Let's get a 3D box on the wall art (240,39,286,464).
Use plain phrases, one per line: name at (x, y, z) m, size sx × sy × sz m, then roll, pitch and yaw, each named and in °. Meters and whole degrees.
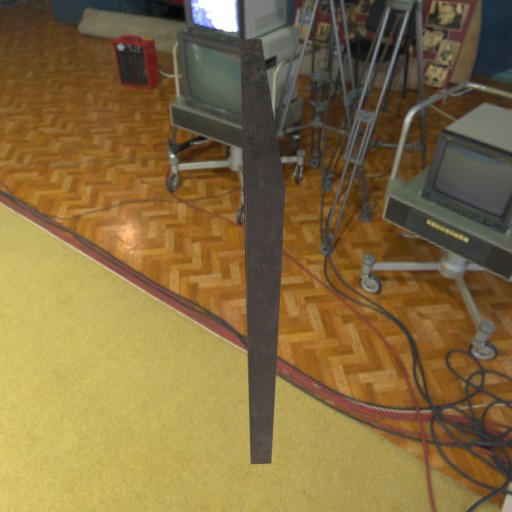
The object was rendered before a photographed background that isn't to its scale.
wall art at (0.000, 0.000, 0.544) m, size 0.027 × 0.406 × 0.329 m, roll -1°, pitch 42°, yaw -2°
